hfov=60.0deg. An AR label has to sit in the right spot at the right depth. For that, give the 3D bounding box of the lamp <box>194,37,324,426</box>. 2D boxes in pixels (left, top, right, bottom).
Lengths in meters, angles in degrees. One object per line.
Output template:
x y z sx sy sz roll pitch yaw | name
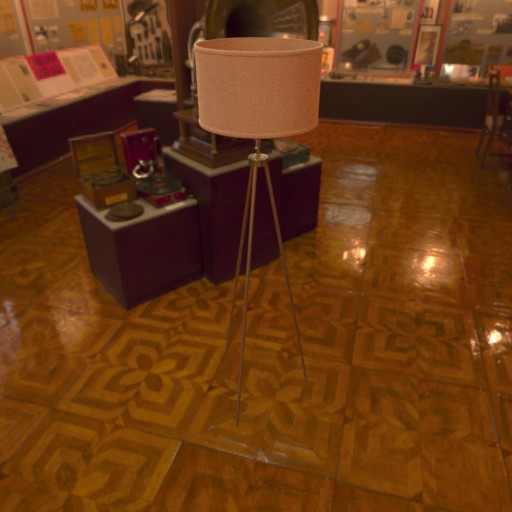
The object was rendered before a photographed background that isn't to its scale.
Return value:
0.000 0.000 1.785 0.449 1.545 0.460 10 32 15 | lamp
